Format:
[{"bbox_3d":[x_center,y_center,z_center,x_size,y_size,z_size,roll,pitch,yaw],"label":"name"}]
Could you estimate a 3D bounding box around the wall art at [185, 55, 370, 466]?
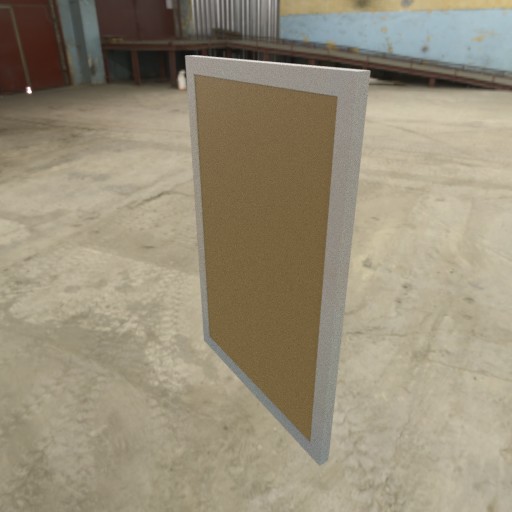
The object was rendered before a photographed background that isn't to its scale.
[{"bbox_3d":[0.000,0.000,1.419,0.038,1.143,0.764,-17,31,-30],"label":"wall art"}]
